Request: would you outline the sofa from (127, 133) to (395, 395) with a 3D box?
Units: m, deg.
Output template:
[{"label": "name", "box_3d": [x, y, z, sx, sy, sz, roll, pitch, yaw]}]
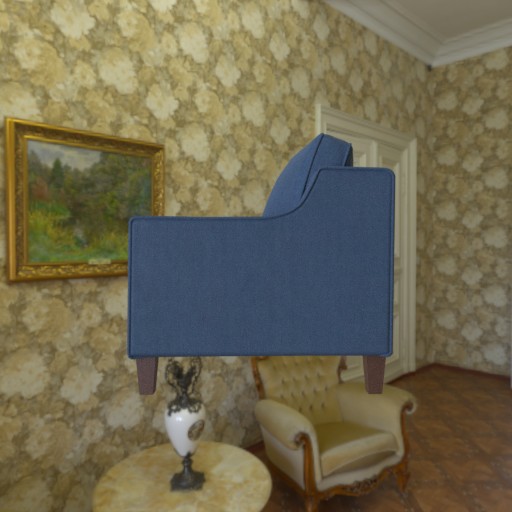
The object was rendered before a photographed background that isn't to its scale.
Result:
[{"label": "sofa", "box_3d": [0.000, 0.000, 2.807, 1.066, 1.071, 2.178, 0, 1, -1]}]
